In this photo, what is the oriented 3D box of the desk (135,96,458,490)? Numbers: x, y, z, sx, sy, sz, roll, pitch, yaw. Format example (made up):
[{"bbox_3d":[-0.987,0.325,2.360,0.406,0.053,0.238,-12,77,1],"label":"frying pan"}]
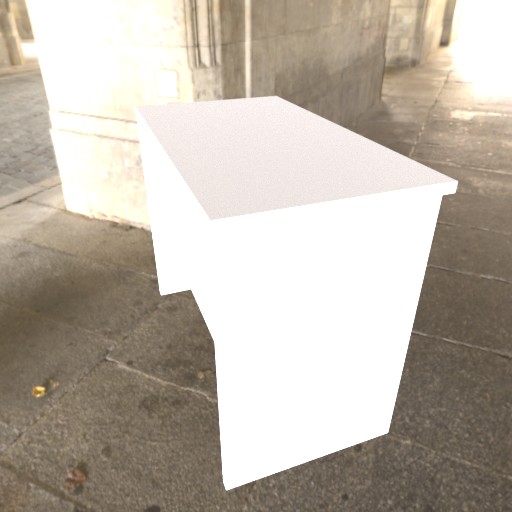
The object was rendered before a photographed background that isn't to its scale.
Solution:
[{"bbox_3d":[0.000,0.000,1.331,0.498,0.729,0.900,-11,32,-18],"label":"desk"}]
